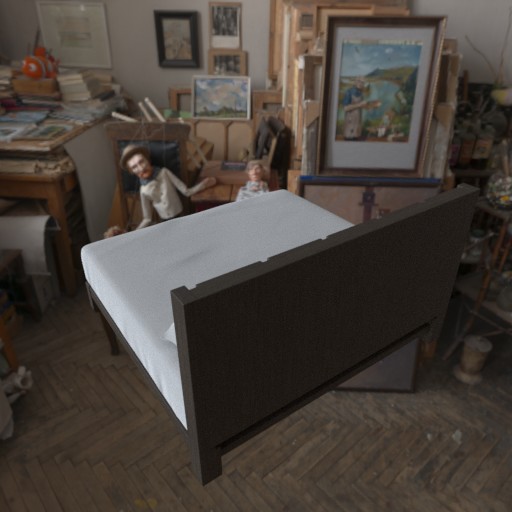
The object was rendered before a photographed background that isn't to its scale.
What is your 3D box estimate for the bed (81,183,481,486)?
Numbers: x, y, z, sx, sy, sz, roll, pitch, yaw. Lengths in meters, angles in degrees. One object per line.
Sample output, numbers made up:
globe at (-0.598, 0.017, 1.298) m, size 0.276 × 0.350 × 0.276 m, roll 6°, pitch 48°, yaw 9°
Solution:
bed at (0.000, 0.000, 3.369) m, size 2.134 × 1.270 × 2.012 m, roll -20°, pitch 36°, yaw -29°
